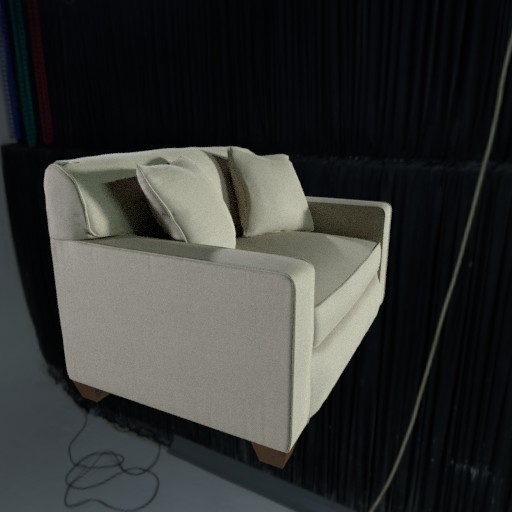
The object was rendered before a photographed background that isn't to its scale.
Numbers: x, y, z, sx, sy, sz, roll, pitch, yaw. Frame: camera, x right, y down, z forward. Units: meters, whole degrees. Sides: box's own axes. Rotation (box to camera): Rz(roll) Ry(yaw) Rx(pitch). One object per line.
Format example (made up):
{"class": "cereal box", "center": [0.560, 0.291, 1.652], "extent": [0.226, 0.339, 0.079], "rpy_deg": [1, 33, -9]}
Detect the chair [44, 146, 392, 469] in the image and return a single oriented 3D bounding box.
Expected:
{"class": "chair", "center": [0.000, 0.000, 2.008], "extent": [1.000, 0.948, 1.383], "rpy_deg": [8, 18, 26]}
